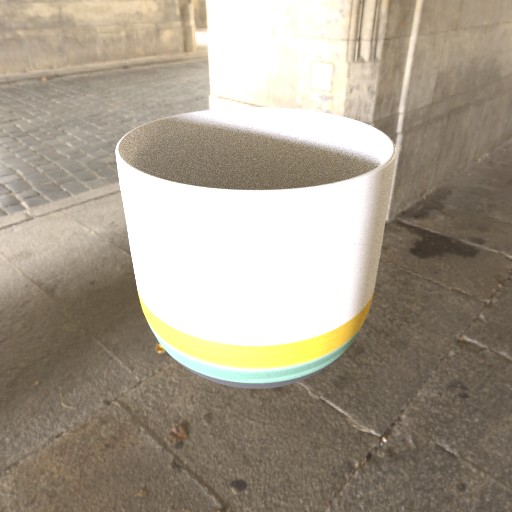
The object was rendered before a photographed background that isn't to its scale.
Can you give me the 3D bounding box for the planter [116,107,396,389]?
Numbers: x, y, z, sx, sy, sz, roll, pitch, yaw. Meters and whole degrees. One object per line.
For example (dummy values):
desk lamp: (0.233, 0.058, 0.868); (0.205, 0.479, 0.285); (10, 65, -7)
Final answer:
planter: (0.000, 0.000, 0.504); (0.268, 0.270, 0.268); (0, 31, 0)
